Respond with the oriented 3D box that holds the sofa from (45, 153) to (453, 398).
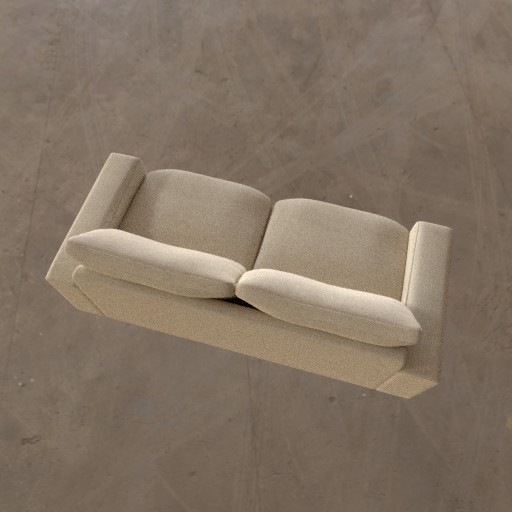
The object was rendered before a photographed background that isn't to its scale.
[{"bbox_3d":[0.000,0.000,2.779,2.299,0.922,1.040,14,64,7],"label":"sofa"}]
